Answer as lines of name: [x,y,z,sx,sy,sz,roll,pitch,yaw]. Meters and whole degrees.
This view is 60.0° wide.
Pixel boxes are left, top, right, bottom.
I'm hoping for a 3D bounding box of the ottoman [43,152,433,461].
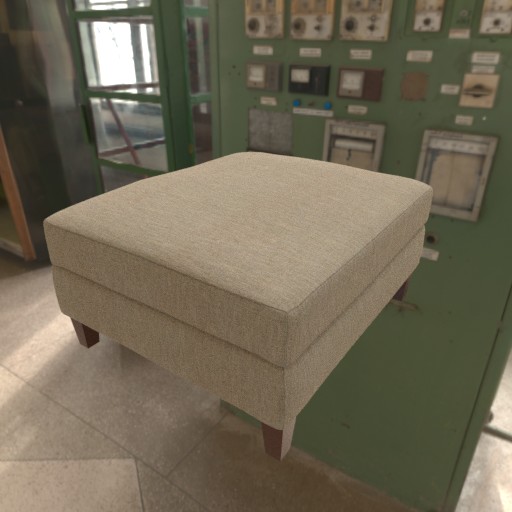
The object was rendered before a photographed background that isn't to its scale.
ottoman: [0.000,0.000,1.452,0.836,0.492,0.976,17,31,31]
